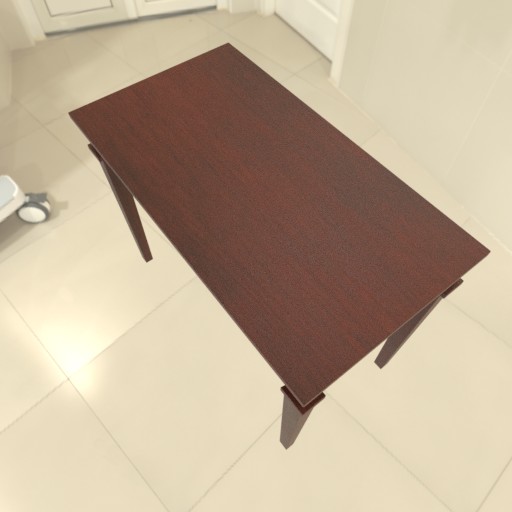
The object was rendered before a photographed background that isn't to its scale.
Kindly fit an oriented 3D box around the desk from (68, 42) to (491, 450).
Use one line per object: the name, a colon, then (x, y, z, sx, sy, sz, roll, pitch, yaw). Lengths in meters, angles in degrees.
desk: (0.000, 0.000, 1.428, 0.549, 0.762, 1.001, -33, 63, -19)
